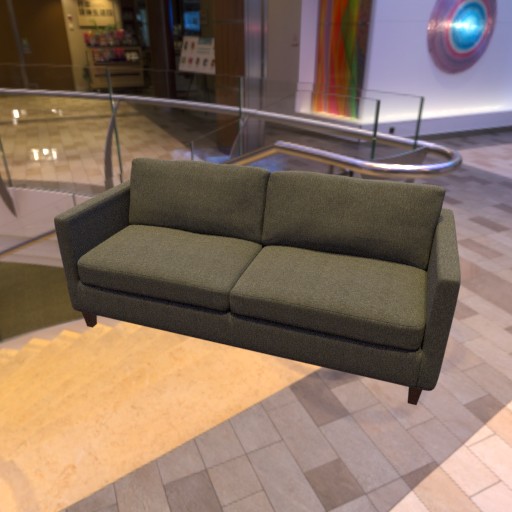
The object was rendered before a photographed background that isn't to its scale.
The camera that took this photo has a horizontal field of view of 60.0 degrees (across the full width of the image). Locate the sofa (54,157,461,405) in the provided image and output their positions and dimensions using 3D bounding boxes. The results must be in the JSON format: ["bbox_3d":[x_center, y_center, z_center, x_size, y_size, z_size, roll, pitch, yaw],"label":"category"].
[{"bbox_3d":[0.000,0.000,2.722,2.208,0.965,0.948,9,28,17],"label":"sofa"}]
